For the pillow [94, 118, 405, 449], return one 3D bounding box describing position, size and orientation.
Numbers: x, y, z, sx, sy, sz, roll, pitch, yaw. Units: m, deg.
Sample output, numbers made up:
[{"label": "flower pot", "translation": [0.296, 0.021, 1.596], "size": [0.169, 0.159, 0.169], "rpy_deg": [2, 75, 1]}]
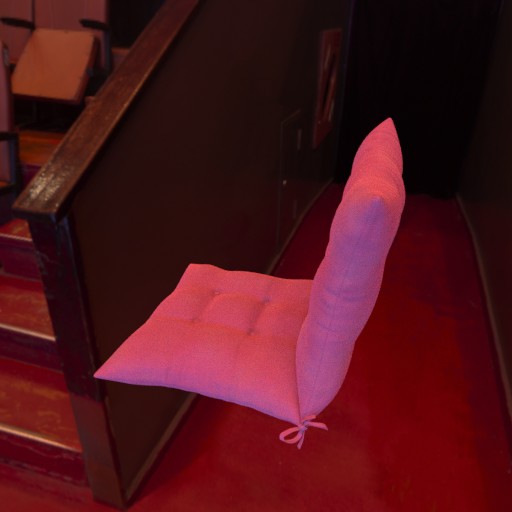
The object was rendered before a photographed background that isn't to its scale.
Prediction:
[{"label": "pillow", "translation": [0.000, 0.000, 0.990], "size": [0.585, 0.536, 0.541], "rpy_deg": [9, 31, 15]}]
